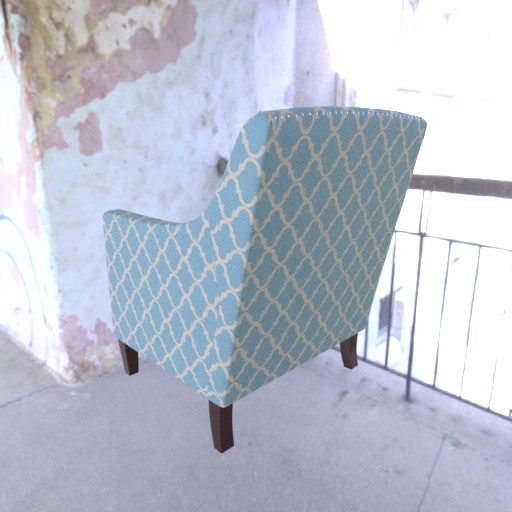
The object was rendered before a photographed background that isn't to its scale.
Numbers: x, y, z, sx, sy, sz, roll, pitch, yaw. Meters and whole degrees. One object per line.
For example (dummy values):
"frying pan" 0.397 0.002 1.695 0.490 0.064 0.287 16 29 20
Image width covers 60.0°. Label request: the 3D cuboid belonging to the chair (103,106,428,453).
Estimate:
"chair" 0.000 0.000 1.308 0.617 0.817 0.686 -15 22 -42
